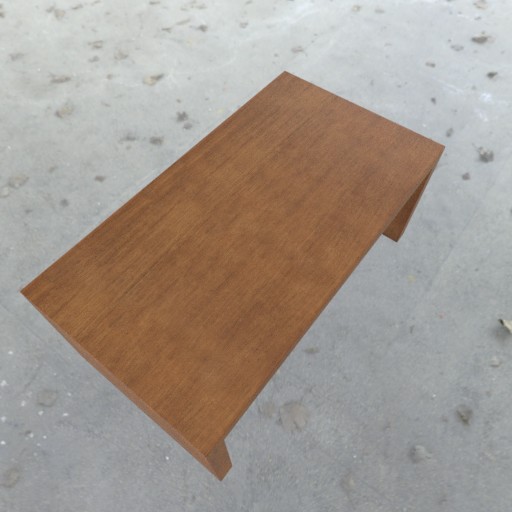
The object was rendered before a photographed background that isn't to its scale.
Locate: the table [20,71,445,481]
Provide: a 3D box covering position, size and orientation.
[{"bbox_3d":[0.000,0.000,1.278,0.549,0.419,1.000,33,63,19],"label":"table"}]
